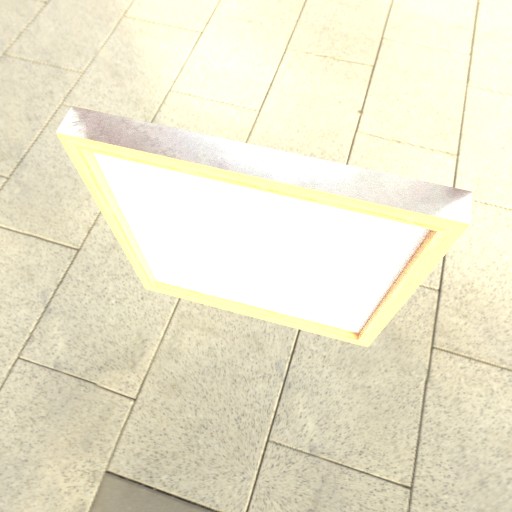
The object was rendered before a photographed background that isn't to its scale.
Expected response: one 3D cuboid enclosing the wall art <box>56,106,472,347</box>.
[{"bbox_3d":[0.000,0.000,0.454,0.303,0.303,0.028,14,64,7],"label":"wall art"}]
